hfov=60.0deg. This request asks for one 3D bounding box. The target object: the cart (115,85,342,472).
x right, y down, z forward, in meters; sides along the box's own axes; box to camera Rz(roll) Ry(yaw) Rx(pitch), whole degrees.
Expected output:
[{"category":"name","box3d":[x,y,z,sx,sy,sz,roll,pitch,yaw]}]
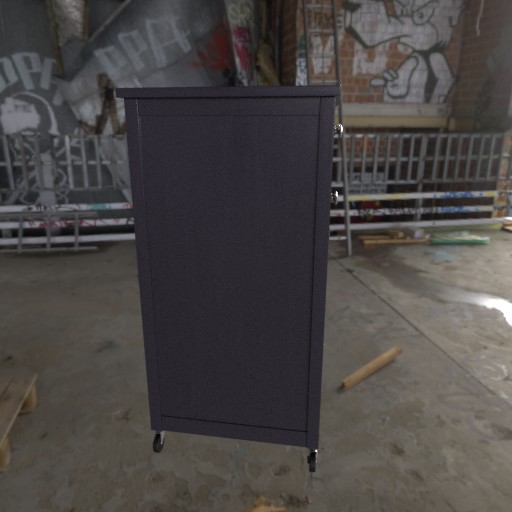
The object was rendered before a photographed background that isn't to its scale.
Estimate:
[{"category":"cart","box3d":[0.000,0.000,1.290,0.449,0.878,0.690,3,17,9]}]
